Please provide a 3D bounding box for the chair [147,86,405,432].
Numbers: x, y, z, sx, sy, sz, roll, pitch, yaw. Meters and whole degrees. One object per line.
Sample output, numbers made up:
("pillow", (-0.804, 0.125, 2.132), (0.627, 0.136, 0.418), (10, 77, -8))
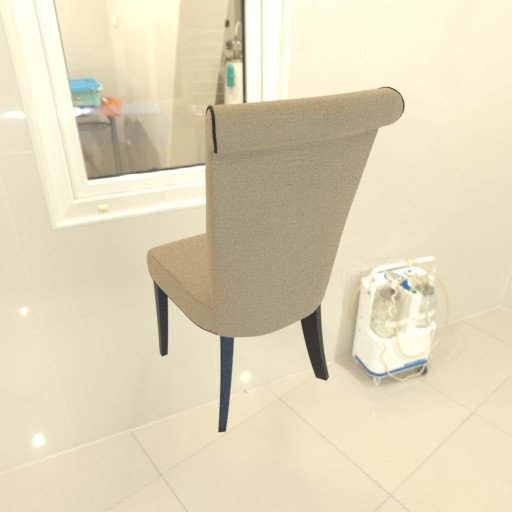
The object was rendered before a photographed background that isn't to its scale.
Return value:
("chair", (0.000, 0.000, 1.358), (0.522, 0.997, 0.623), (-17, 33, -28))
